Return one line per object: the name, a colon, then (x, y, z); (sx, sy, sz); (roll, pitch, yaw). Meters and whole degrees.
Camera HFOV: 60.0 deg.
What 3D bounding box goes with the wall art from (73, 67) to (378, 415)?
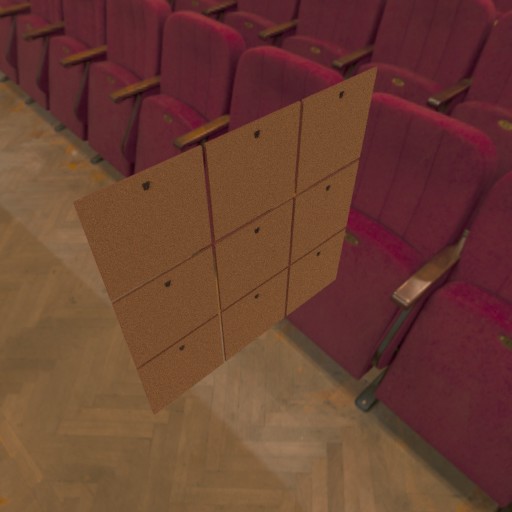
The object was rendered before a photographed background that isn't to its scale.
wall art: (0.000, 0.000, 2.305); (1.533, 1.532, 0.019); (-32, 54, -27)
